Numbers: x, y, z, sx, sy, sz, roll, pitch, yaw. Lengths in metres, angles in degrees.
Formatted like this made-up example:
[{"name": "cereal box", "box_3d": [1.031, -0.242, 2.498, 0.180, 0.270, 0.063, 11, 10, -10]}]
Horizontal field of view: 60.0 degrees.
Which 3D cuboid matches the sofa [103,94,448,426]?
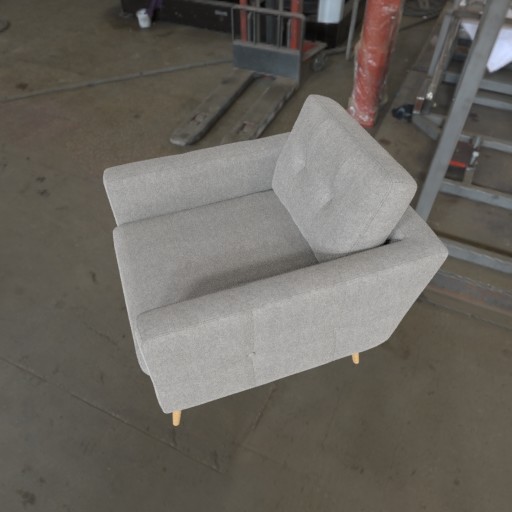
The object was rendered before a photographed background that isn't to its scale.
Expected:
[{"name": "sofa", "box_3d": [0.000, 0.000, 1.543, 0.920, 0.860, 0.770, -15, 48, -14]}]
